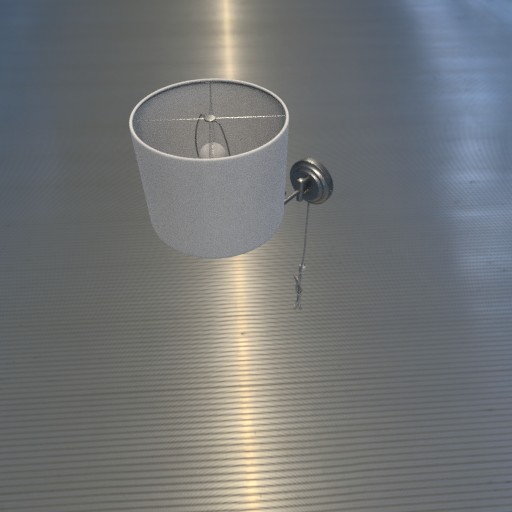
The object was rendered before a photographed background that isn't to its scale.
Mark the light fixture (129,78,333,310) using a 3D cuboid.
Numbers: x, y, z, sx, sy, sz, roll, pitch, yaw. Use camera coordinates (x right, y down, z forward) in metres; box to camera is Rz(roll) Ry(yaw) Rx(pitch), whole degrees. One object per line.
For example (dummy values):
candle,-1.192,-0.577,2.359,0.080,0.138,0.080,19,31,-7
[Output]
light fixture,0.000,0.000,1.071,0.253,0.842,0.479,32,55,27
